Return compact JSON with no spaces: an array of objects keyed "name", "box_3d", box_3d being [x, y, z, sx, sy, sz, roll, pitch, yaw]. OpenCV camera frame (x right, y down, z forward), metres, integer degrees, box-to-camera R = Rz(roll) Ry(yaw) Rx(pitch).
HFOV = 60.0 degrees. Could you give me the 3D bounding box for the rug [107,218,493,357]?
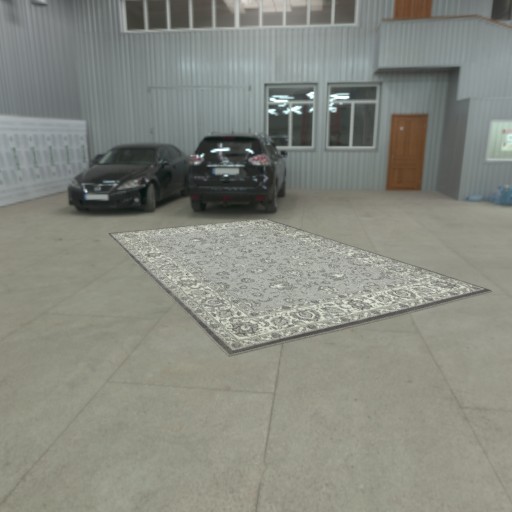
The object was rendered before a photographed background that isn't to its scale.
[{"name":"rug","box_3d":[0.000,0.000,2.998,1.524,0.011,2.438,-8,17,-27]}]
